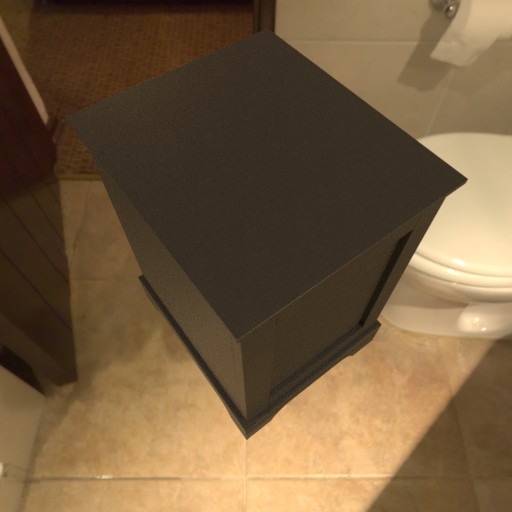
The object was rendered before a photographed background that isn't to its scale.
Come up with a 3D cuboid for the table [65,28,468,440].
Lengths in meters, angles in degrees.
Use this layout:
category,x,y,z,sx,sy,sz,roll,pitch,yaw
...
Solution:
category,x,y,z,sx,sy,sz,roll,pitch,yaw
table,0.000,0.000,0.911,0.399,0.610,0.460,-32,63,-19
